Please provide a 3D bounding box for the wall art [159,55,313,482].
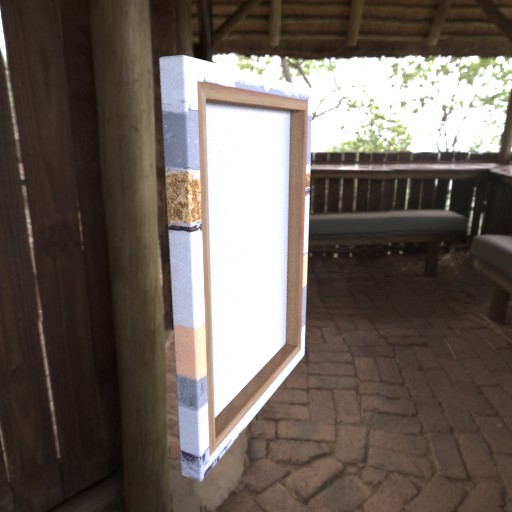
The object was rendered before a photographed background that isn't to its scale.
[{"bbox_3d":[0.000,0.000,0.807,0.038,0.609,0.456,8,17,25],"label":"wall art"}]
